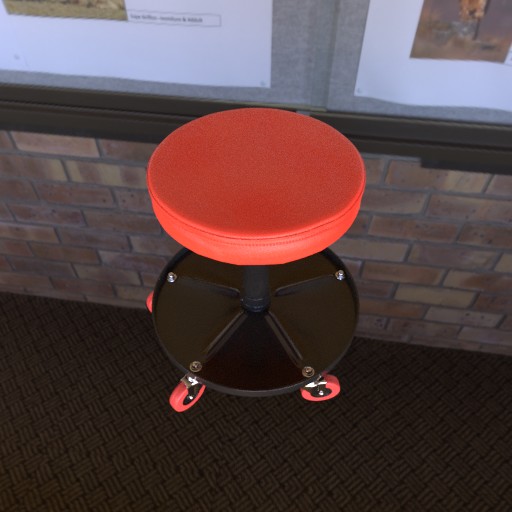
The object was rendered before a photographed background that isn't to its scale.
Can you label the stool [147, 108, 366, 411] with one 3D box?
[{"bbox_3d":[0.000,0.000,0.690,0.381,0.365,0.382,-18,50,-16],"label":"stool"}]
